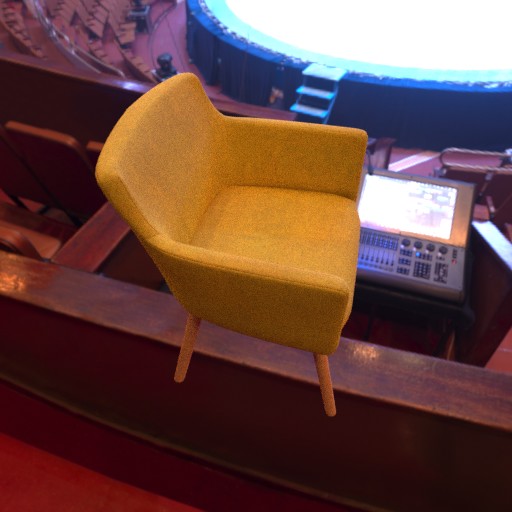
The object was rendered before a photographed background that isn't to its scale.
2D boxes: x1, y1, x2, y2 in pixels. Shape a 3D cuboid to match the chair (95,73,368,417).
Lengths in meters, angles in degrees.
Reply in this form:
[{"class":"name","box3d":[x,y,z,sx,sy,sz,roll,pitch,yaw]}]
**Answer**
[{"class":"chair","box3d":[0.000,0.000,1.172,0.570,0.780,0.570,10,46,9]}]
